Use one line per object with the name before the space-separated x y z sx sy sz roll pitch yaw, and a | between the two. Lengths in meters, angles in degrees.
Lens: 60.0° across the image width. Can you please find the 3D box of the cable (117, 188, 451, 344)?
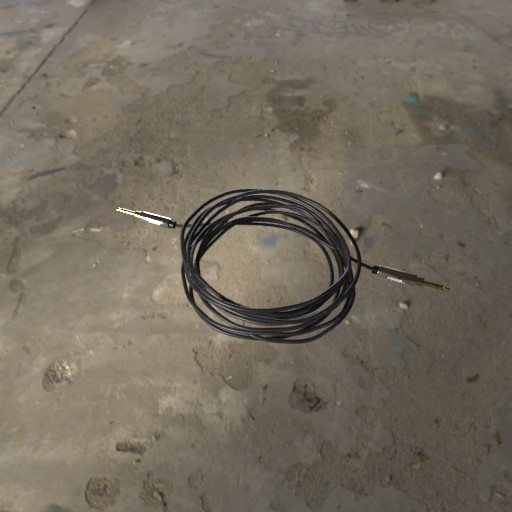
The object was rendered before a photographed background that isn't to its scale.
cable | 0.000 0.000 0.503 0.432 0.069 0.198 16 48 14
